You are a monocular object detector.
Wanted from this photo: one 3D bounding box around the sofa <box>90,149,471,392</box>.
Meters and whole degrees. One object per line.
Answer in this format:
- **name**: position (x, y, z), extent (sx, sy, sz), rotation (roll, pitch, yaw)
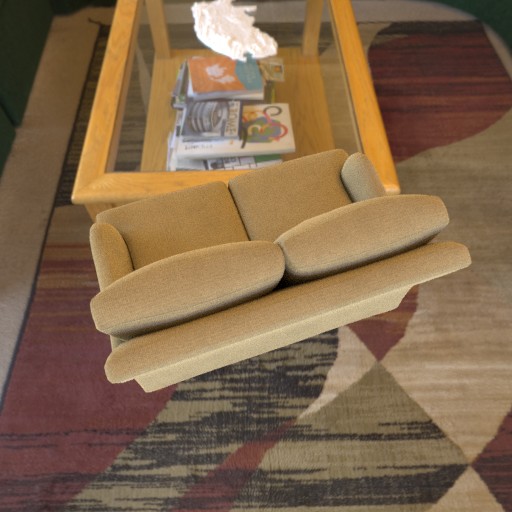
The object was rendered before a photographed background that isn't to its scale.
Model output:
- **sofa**: position (0.000, 0.000, 2.197), extent (1.480, 0.999, 1.087), rotation (-17, 60, -10)
